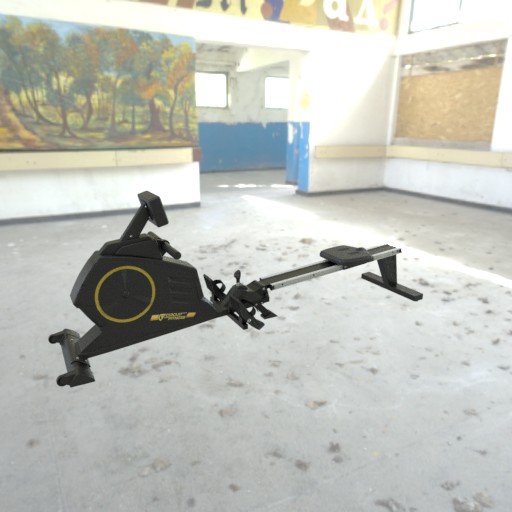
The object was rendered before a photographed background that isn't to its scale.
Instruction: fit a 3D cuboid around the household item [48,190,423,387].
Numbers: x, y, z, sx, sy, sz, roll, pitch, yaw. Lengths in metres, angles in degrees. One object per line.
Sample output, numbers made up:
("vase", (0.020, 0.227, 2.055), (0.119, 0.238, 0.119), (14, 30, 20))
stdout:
("household item", (0.000, 0.000, 2.560), (2.251, 0.810, 0.521), (-9, 19, -27))
